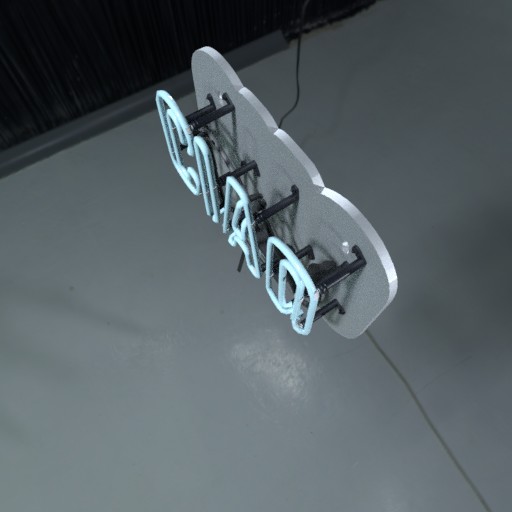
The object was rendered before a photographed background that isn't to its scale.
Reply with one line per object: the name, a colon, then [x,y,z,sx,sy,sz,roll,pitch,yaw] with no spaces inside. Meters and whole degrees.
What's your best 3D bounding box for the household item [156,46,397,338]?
household item: [0.000,0.000,0.378,0.042,0.294,0.211,-32,69,-13]
